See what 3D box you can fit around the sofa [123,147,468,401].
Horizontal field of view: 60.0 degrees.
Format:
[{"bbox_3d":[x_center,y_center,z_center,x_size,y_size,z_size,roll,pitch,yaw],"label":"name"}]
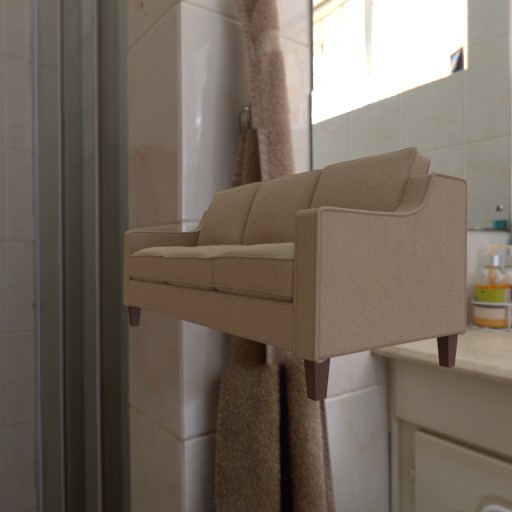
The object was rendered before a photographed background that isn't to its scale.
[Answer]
[{"bbox_3d":[0.000,0.000,2.515,0.911,0.974,1.986,0,0,-34],"label":"sofa"}]
